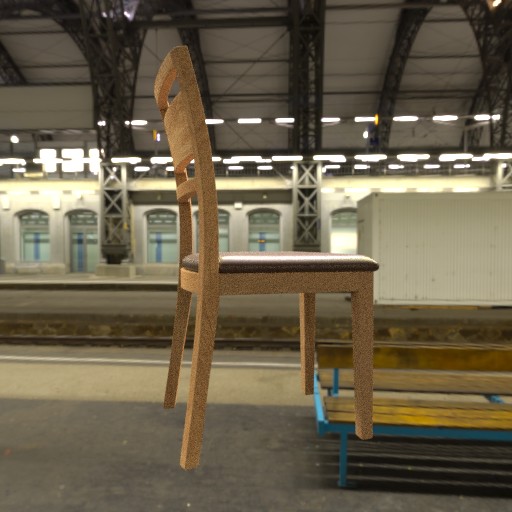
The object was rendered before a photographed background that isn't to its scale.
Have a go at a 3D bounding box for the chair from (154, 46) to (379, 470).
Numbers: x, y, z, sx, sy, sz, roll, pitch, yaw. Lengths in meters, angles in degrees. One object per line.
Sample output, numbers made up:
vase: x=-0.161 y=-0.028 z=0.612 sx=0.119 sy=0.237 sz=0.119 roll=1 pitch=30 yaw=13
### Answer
chair: x=0.000 y=0.000 z=1.241 sx=0.545 sy=0.940 sz=0.420 roll=0 pitch=2 yaw=-18
